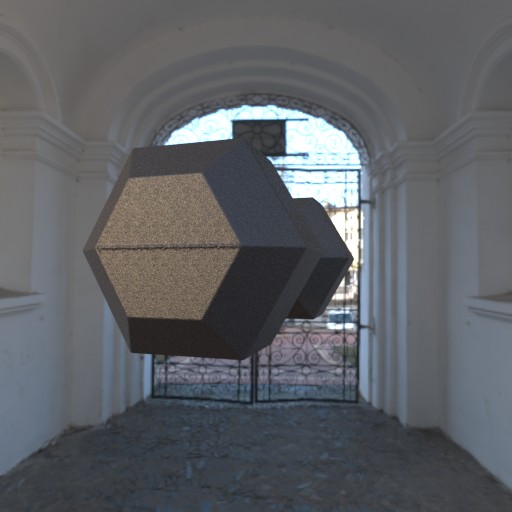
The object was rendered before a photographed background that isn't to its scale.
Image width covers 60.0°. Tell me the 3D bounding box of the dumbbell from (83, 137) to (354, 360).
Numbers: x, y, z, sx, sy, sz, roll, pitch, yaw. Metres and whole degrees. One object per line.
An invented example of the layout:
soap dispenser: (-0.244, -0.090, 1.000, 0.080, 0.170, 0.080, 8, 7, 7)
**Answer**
dumbbell: (0.000, 0.000, 0.464, 0.173, 0.150, 0.384, -1, -2, 18)
